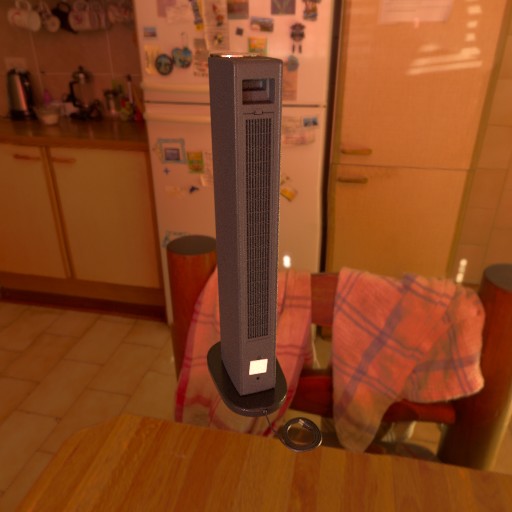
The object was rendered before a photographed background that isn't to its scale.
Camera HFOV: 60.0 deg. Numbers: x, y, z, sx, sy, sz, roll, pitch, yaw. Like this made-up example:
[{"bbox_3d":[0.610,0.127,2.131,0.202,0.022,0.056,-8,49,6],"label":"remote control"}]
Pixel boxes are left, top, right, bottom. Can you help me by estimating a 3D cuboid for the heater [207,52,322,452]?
[{"bbox_3d":[0.000,0.000,1.041,0.214,0.856,0.458,-8,28,-16],"label":"heater"}]
